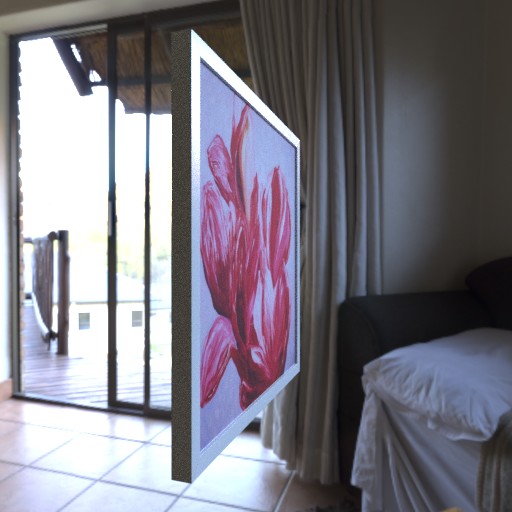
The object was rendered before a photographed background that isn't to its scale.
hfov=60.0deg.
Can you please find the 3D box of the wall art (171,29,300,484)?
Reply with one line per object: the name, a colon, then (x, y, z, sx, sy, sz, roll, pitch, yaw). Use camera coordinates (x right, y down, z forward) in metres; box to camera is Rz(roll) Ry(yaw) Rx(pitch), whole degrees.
wall art: (0.000, 0.000, 0.659, 0.023, 0.453, 0.455, 0, 0, 19)
